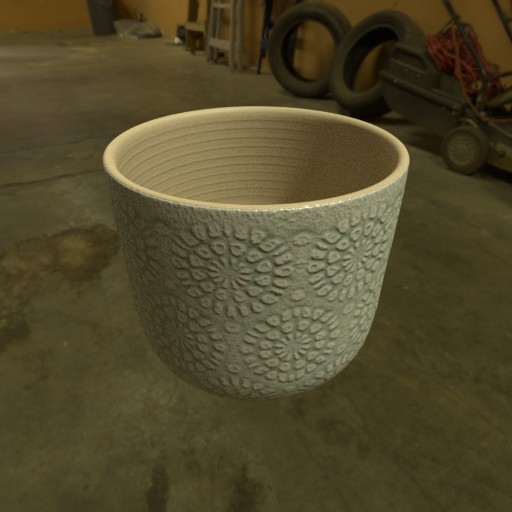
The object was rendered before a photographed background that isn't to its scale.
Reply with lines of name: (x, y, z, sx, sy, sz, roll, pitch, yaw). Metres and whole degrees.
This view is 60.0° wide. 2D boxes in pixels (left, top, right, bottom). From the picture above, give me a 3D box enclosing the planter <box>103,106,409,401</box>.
planter: (0.000, 0.000, 0.294, 0.169, 0.153, 0.169, 0, 32, 0)
